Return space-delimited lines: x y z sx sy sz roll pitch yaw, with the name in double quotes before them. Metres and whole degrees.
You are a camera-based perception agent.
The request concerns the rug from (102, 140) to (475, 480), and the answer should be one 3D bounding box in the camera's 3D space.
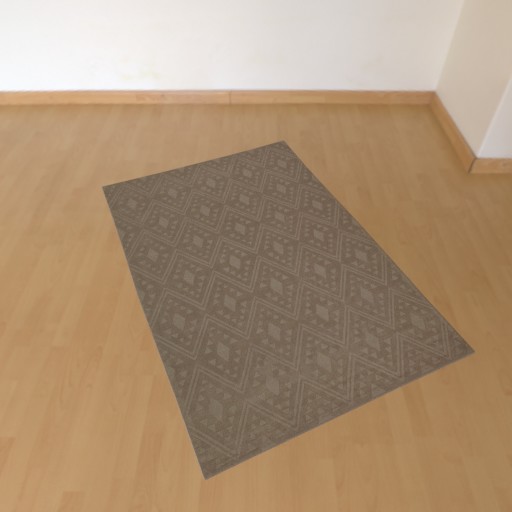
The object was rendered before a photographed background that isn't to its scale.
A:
"rug" 0.000 0.000 2.306 1.252 0.034 1.829 -18 49 -17
